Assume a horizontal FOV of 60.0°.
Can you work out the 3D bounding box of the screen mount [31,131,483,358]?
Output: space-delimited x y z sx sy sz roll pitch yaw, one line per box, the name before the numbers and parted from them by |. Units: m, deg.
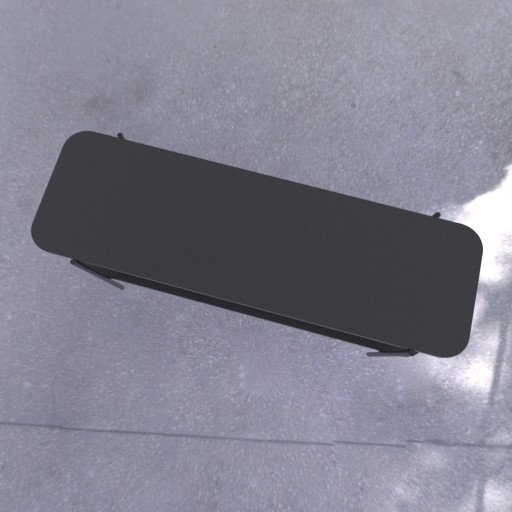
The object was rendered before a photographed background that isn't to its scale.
screen mount | 0.000 0.000 1.417 1.200 0.447 0.400 15 77 3
